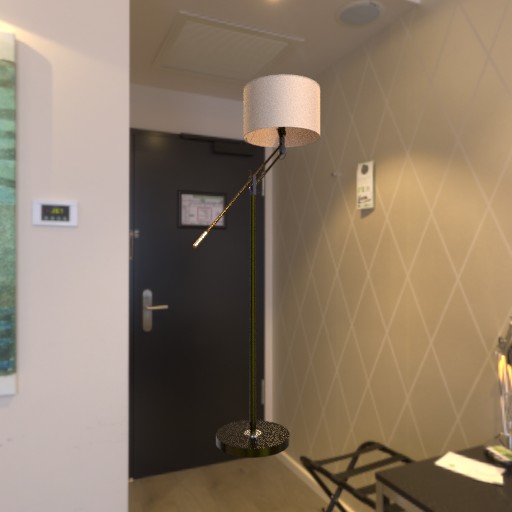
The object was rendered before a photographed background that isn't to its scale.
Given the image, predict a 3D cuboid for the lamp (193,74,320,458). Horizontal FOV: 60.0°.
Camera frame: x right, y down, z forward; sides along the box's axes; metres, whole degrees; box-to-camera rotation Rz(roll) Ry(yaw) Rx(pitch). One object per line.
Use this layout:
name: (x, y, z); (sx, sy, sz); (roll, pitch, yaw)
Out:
lamp: (0.000, 0.000, 1.983); (0.373, 1.635, 0.809); (0, -1, 35)
